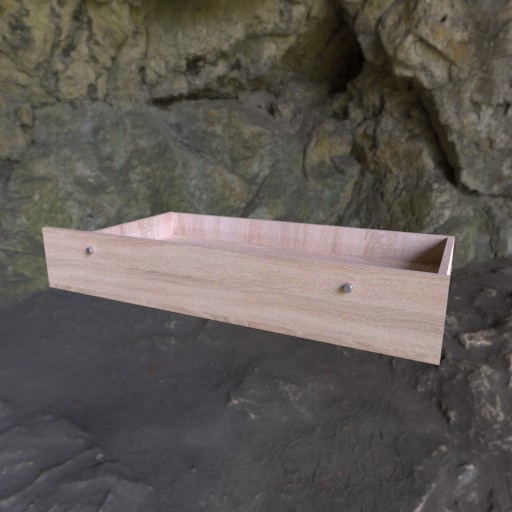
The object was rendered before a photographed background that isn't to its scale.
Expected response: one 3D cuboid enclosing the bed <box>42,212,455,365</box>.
[{"bbox_3d":[0.000,0.000,1.478,1.200,0.209,0.685,7,17,25],"label":"bed"}]
